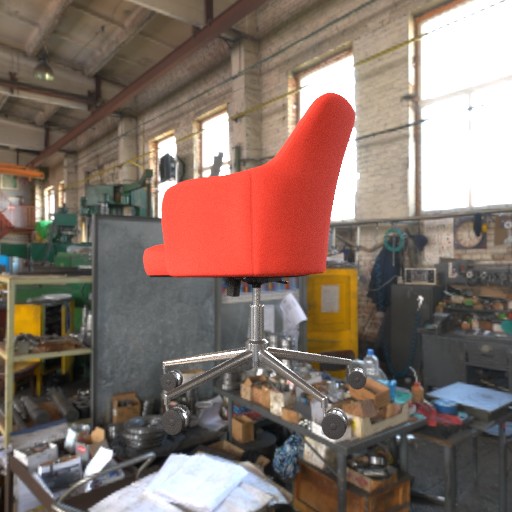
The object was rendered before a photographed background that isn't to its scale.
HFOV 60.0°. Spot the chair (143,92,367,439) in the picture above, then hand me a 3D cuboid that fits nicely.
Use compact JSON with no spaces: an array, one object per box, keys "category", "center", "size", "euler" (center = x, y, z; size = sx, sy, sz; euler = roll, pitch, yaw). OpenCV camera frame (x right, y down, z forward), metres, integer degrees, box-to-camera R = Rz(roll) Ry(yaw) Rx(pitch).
[{"category":"chair","center":[0.000,0.000,1.293],"size":[0.600,0.820,0.655],"euler":[0,0,18]}]
